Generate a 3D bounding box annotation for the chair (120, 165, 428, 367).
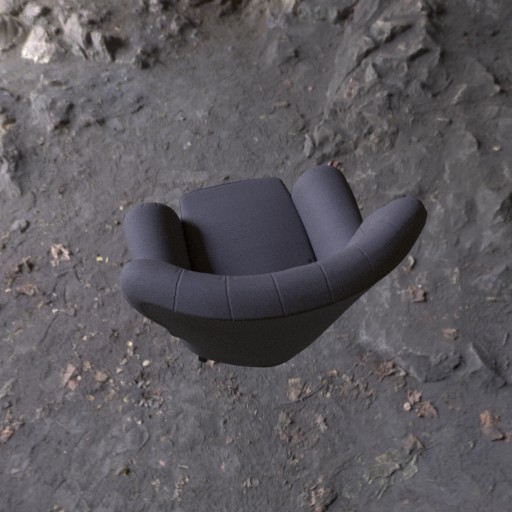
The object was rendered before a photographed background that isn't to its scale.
[{"bbox_3d":[0.000,0.000,1.780,0.983,1.046,0.983,-14,58,-9],"label":"chair"}]
